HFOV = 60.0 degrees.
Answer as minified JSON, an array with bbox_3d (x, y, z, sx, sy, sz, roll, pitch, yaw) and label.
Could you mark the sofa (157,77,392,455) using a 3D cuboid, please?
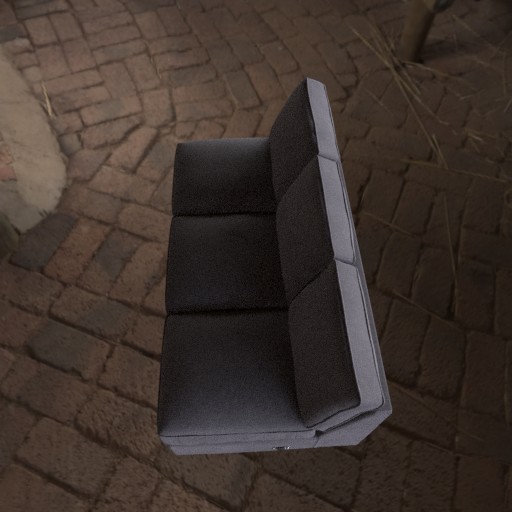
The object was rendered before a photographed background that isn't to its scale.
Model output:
[{"bbox_3d":[0.000,0.000,2.546,1.027,0.973,1.962,-2,57,-1],"label":"sofa"}]
